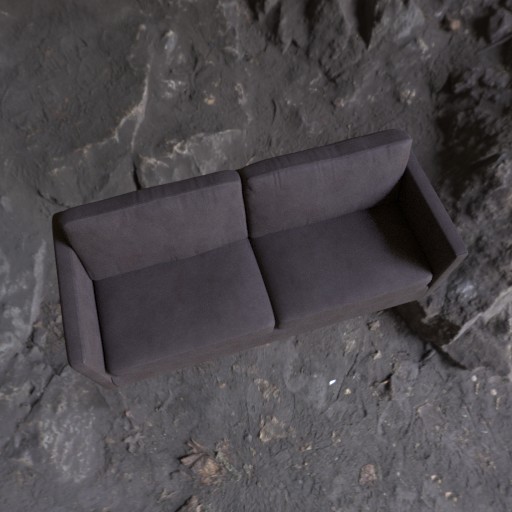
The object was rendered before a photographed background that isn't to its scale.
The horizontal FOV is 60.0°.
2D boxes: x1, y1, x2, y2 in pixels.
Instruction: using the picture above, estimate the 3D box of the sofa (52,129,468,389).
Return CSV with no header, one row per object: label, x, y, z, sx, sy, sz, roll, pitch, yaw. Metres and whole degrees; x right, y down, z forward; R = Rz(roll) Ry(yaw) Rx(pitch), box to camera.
sofa,0.000,0.000,2.725,2.208,0.965,0.951,-15,65,-7
